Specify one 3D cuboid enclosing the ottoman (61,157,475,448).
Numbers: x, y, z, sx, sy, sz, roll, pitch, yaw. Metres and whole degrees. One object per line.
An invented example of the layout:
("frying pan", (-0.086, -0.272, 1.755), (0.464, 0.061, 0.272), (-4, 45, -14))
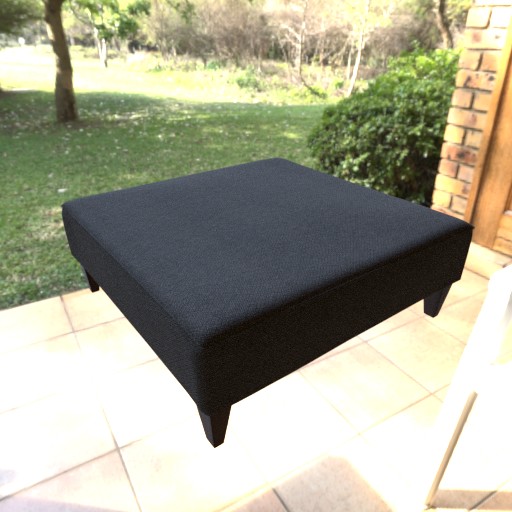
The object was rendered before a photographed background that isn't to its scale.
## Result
("ottoman", (0.000, 0.000, 1.509), (0.981, 0.378, 0.970), (-19, 33, -32))
